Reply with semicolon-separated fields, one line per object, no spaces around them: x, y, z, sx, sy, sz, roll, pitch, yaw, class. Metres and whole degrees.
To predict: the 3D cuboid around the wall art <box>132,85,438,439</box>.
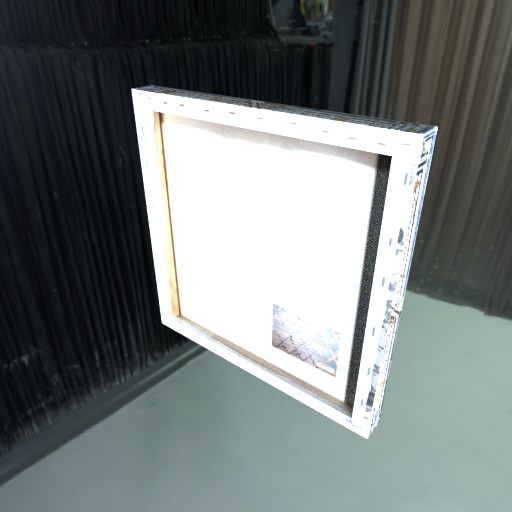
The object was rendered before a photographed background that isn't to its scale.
0.000;0.000;0.620;0.411;0.410;0.038;21;36;32;wall art
